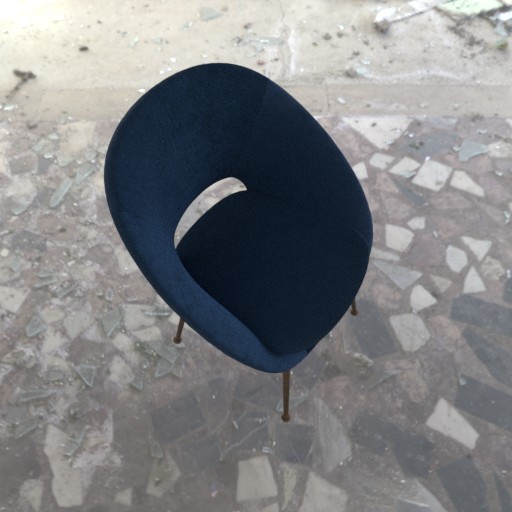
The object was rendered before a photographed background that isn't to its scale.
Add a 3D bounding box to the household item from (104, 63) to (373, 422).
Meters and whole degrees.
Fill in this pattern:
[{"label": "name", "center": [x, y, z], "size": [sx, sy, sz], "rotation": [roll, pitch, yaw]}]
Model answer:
[{"label": "household item", "center": [0.000, 0.000, 1.219], "size": [0.573, 0.852, 0.623], "rotation": [31, 62, 18]}]
